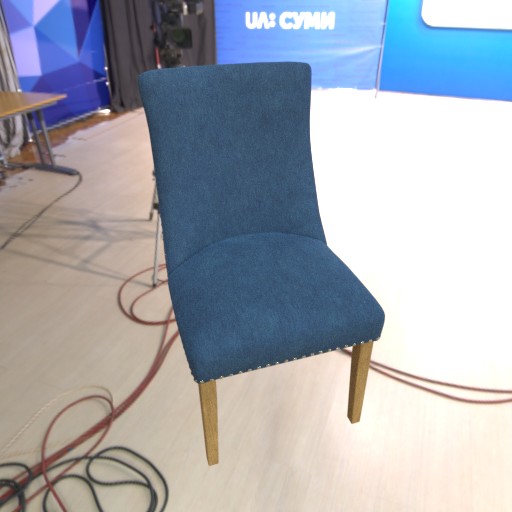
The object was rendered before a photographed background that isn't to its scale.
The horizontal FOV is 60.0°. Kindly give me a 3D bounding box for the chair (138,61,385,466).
[{"bbox_3d":[0.000,0.000,1.227,0.495,0.902,0.610,-10,34,-15],"label":"chair"}]
